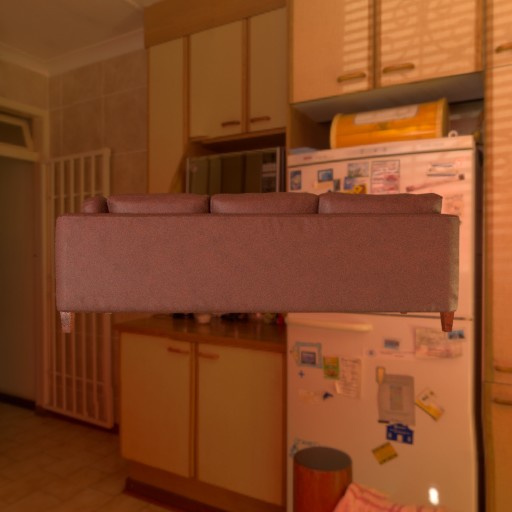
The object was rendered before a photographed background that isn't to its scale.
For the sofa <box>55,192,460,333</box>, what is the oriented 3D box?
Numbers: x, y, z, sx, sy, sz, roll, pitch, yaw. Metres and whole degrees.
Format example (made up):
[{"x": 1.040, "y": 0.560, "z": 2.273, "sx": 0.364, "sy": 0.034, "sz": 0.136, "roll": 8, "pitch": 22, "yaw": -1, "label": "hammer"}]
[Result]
[{"x": 0.000, "y": 0.000, "z": 4.488, "sx": 2.593, "sy": 0.923, "sz": 3.460, "roll": 0, "pitch": 1, "yaw": -1, "label": "sofa"}]
